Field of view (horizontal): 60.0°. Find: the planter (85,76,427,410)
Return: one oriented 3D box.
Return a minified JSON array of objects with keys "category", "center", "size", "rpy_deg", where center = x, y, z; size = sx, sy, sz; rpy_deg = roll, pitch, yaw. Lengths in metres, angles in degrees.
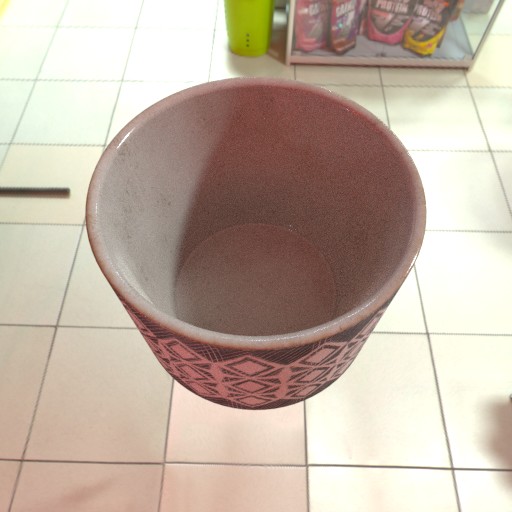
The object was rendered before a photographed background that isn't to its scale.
[{"category":"planter","center":[0.000,0.000,0.212],"size":[0.126,0.104,0.126],"rpy_deg":[0,60,0]}]
